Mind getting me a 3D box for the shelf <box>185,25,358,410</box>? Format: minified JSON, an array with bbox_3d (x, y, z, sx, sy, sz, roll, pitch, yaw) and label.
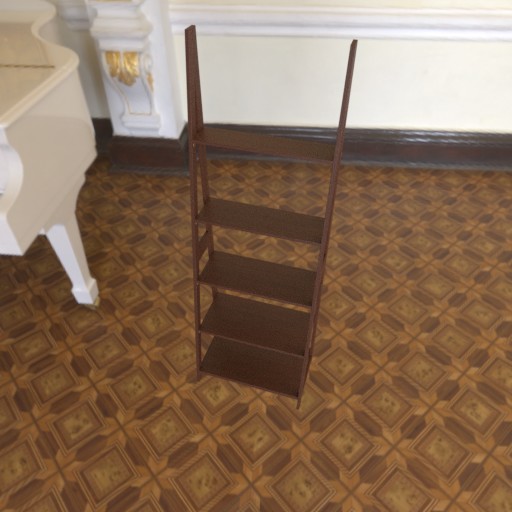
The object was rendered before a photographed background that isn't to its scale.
[{"bbox_3d":[0.000,0.000,1.991,0.600,1.770,0.350,12,43,13],"label":"shelf"}]
